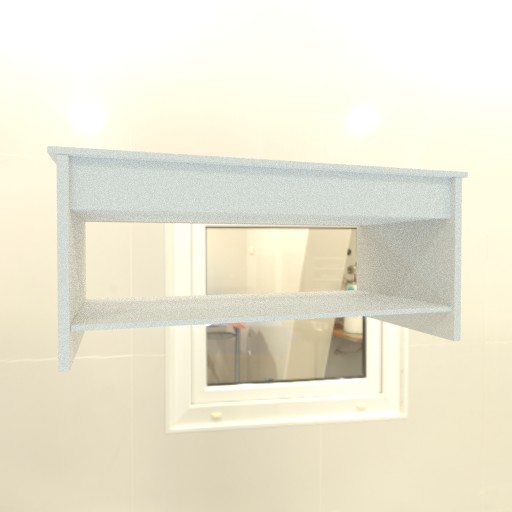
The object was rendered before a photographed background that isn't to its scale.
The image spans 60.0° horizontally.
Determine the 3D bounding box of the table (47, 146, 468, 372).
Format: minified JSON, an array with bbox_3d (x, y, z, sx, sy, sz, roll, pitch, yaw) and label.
[{"bbox_3d":[0.000,0.000,1.246,1.000,0.441,0.500,0,1,-17],"label":"table"}]
